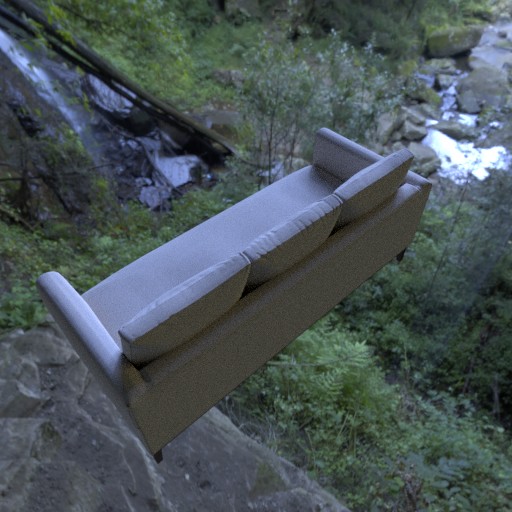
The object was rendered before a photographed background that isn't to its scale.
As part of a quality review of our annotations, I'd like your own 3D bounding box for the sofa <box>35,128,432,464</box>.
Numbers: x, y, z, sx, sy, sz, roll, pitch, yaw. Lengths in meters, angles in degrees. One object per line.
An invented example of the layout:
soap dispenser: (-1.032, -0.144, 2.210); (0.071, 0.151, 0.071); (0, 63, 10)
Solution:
sofa: (0.000, 0.000, 2.636); (2.198, 0.911, 0.902); (-33, 55, -28)
